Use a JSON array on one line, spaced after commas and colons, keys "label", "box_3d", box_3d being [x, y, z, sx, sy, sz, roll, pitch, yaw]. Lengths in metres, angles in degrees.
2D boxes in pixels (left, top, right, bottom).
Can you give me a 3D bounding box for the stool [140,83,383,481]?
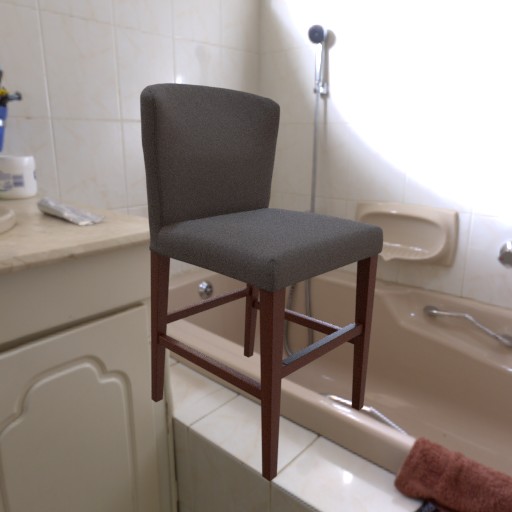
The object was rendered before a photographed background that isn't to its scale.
[{"label": "stool", "box_3d": [0.000, 0.000, 1.282, 0.568, 0.968, 0.481, 14, 20, 42]}]
